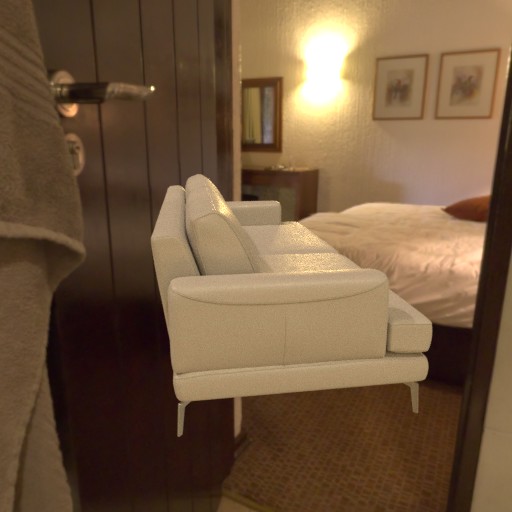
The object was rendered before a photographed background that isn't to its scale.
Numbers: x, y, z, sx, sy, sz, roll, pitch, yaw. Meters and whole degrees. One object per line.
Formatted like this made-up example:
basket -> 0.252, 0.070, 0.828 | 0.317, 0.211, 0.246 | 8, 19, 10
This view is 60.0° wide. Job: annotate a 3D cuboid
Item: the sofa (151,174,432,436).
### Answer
sofa -> 0.000, 0.000, 2.387 | 0.974, 0.765, 1.940 | -2, 15, -9
